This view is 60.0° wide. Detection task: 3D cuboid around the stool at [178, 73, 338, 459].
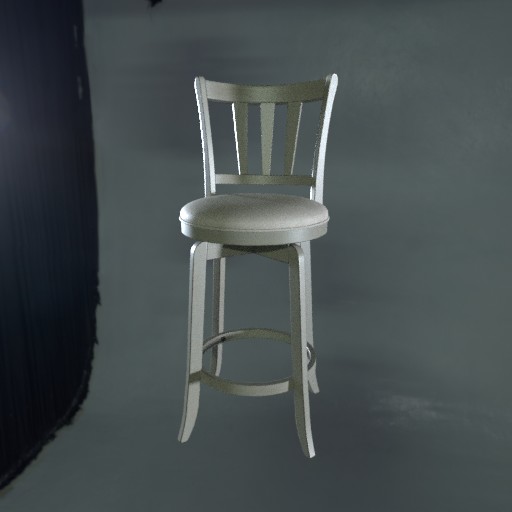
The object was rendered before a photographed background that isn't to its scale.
[{"bbox_3d":[0.000,0.000,1.319,0.436,1.042,0.475,3,15,10],"label":"stool"}]
